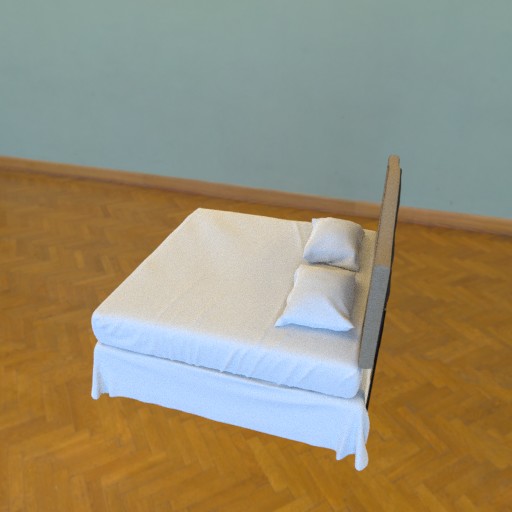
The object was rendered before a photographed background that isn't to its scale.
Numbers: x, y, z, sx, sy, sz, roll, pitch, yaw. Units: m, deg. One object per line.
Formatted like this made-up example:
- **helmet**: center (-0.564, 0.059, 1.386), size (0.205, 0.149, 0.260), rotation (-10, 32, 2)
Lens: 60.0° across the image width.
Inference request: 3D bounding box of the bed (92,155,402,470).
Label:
- **bed**: center (0.000, 0.000, 3.699), size (2.222, 1.651, 2.311), rotation (9, 32, 15)
